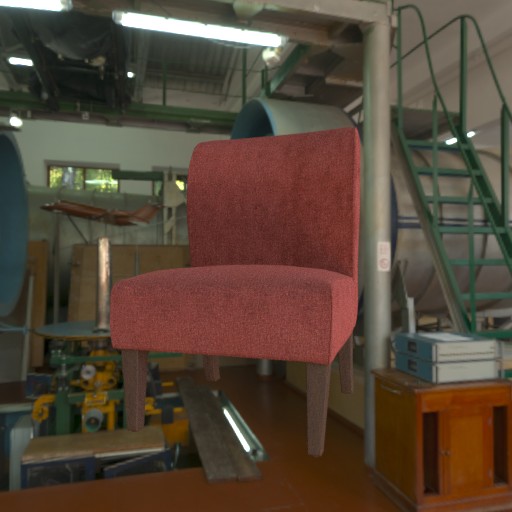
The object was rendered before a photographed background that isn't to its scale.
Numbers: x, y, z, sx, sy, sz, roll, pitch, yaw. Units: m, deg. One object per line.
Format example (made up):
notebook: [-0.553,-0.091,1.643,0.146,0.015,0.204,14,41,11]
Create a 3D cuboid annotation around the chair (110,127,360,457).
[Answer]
chair: [0.000,0.000,1.259,0.538,0.846,0.640,0,-1,19]
